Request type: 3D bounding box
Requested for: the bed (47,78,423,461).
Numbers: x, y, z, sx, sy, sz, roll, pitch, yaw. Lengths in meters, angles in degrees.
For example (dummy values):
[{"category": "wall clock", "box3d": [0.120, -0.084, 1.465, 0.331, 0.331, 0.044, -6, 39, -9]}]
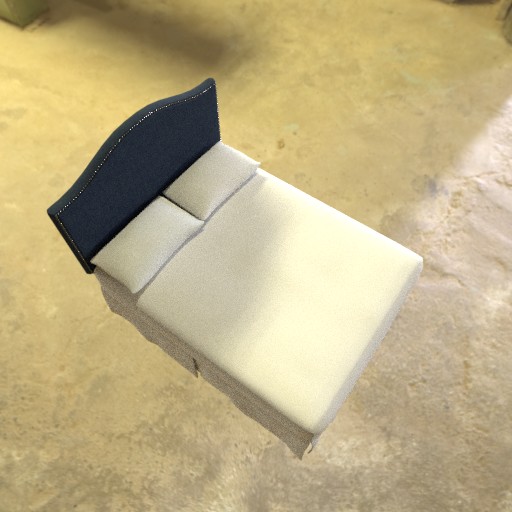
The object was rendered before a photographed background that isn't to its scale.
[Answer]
[{"category": "bed", "box3d": [0.000, 0.000, 3.278, 2.153, 1.518, 1.713, 32, 63, 18]}]
